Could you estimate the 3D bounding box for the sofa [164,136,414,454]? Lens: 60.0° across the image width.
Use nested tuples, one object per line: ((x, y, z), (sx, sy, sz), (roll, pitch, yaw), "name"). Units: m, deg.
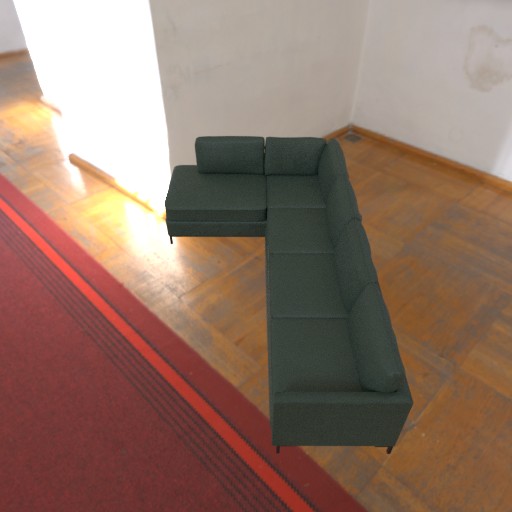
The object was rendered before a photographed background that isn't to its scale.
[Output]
((0.000, 0.000, 4.276), (2.048, 0.996, 3.384), (0, 41, 0), "sofa")
